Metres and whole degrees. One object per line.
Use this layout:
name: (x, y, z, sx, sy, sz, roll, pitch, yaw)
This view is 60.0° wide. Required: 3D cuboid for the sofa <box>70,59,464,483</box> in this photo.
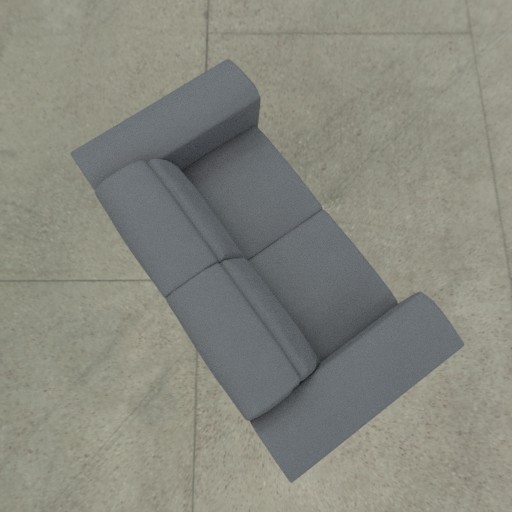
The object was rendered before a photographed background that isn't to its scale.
sofa: (0.000, 0.000, 2.332, 1.003, 0.779, 1.895, -35, 77, -9)
